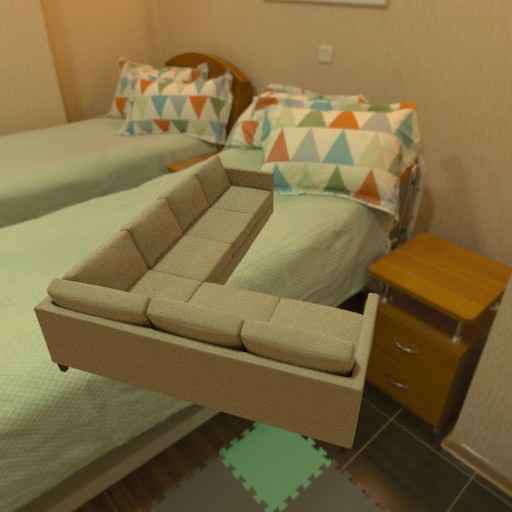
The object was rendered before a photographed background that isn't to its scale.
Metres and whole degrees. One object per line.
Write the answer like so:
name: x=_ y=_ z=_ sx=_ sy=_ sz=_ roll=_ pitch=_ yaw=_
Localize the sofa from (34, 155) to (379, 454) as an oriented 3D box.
sofa: x=0.000 y=0.000 z=4.338 sx=2.432 sy=0.863 sz=3.182 roll=10 pitch=34 yaw=16
